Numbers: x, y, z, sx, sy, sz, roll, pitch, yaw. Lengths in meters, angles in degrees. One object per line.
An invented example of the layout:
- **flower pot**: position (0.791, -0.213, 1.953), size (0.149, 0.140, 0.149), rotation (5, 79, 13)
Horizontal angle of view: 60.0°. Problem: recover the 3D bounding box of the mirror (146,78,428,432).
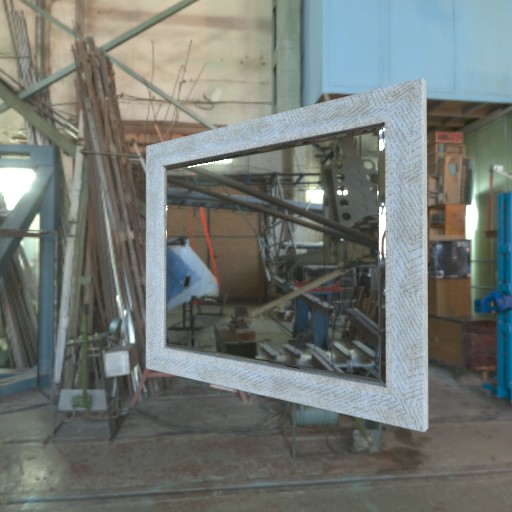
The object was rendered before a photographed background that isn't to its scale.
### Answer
- **mirror**: position (0.000, 0.000, 1.124), size (0.839, 0.689, 0.028), rotation (0, -1, 38)
